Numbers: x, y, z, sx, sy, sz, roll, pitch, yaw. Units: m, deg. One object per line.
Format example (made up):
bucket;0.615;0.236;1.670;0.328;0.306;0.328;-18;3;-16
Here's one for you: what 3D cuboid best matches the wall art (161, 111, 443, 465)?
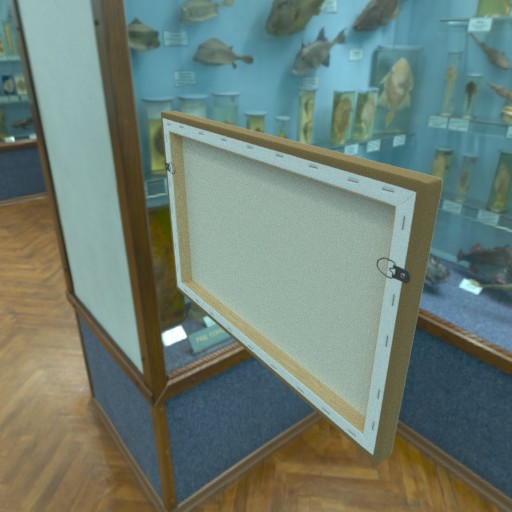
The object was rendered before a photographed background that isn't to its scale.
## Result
wall art;0.000;0.000;0.471;0.019;0.254;0.380;-18;31;-32
